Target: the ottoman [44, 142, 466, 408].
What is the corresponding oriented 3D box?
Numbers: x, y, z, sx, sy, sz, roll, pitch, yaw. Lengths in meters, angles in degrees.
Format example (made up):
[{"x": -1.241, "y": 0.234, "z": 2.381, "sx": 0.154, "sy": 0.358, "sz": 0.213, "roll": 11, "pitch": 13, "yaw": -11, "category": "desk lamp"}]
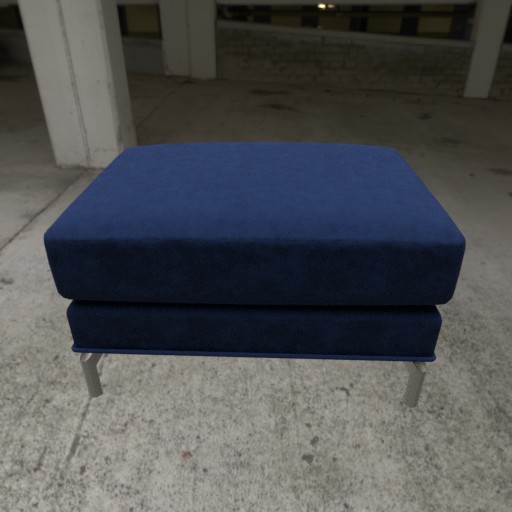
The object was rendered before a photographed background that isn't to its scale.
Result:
[{"x": 0.000, "y": 0.000, "z": 1.187, "sx": 0.835, "sy": 0.498, "sz": 0.587, "roll": 1, "pitch": 31, "yaw": 2, "category": "ottoman"}]
